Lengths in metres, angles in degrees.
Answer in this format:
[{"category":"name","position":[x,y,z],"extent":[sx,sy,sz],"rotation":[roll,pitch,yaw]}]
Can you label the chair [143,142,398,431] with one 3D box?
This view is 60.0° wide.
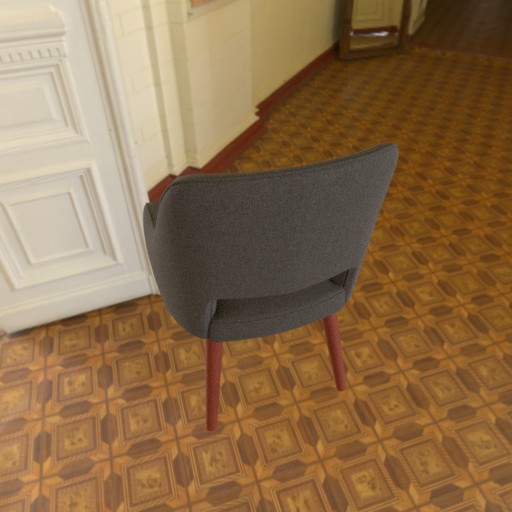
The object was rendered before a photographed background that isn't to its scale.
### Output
[{"category":"chair","position":[0.000,0.000,1.211],"extent":[0.559,0.838,0.560],"rotation":[-12,43,-13]}]
